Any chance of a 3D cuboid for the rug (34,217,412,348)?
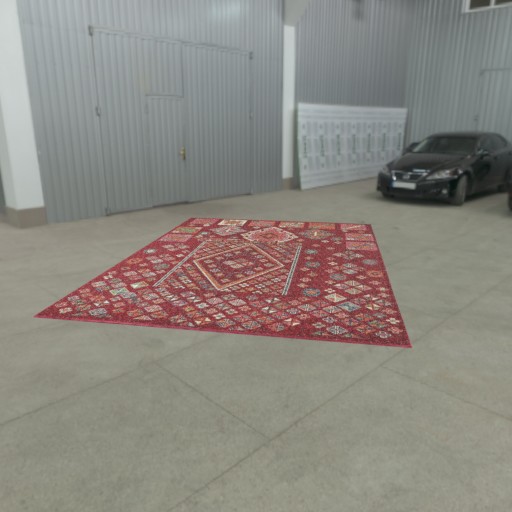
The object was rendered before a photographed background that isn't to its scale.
[{"bbox_3d":[0.000,0.000,2.824,1.579,0.007,2.184,3,17,10],"label":"rug"}]
